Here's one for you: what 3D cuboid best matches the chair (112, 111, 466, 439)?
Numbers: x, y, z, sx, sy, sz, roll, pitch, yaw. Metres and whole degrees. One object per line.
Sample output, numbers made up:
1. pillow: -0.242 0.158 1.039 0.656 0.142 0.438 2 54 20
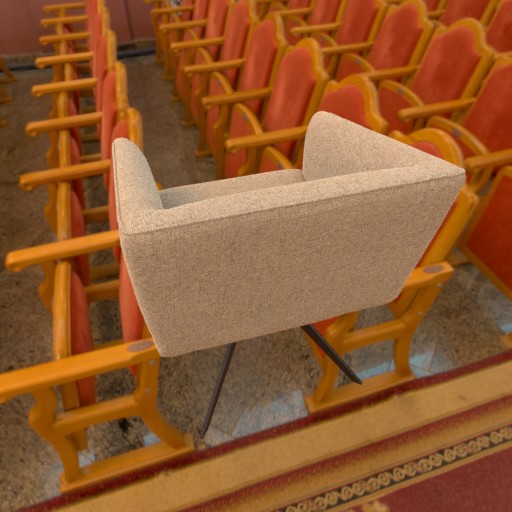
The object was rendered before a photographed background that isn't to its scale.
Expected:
1. chair: 0.000 0.000 1.191 0.628 0.760 0.623 -12 43 -13
